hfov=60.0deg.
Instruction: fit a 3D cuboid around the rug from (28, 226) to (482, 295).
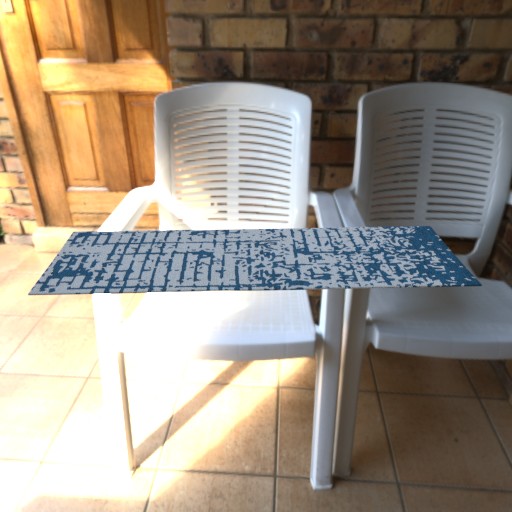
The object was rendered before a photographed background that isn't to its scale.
[{"bbox_3d":[0.000,0.000,2.697,2.435,0.011,0.750,-1,29,-2],"label":"rug"}]
